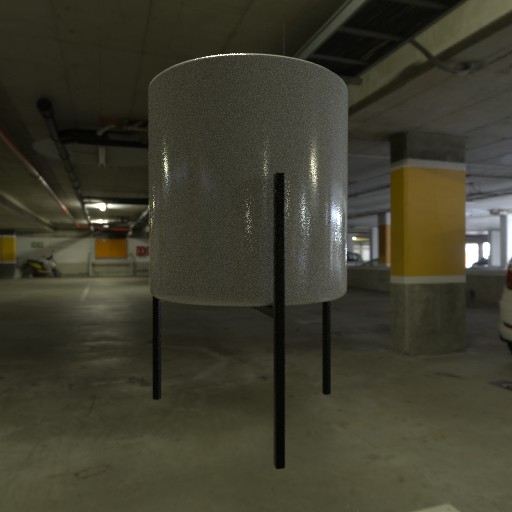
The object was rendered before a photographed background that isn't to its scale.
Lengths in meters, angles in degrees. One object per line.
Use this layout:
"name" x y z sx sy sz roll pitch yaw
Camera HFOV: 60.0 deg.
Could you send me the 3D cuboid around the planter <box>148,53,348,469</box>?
"planter" 0.000 0.000 0.501 0.239 0.356 0.239 0 0 -37
